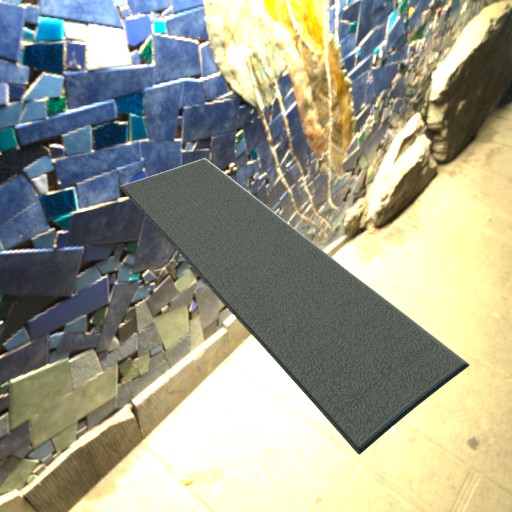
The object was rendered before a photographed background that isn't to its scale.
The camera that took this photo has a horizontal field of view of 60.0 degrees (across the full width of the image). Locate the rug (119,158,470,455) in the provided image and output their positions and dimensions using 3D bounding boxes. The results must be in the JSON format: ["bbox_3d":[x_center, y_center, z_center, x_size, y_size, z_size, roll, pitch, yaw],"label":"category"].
[{"bbox_3d":[0.000,0.000,2.405,0.662,0.011,2.196,-25,47,-26],"label":"rug"}]
